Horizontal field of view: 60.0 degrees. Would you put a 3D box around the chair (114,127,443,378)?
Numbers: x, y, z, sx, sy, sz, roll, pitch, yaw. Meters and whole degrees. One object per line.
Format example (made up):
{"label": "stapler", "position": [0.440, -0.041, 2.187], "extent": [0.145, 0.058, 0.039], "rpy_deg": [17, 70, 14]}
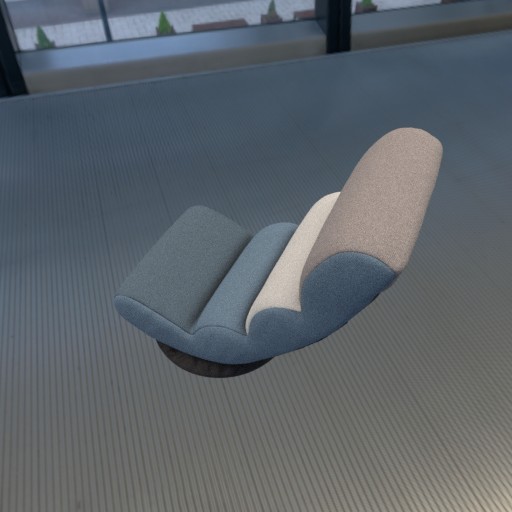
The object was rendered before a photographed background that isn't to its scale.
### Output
{"label": "chair", "position": [0.000, 0.000, 1.071], "extent": [0.661, 0.641, 0.420], "rpy_deg": [19, 50, 17]}
